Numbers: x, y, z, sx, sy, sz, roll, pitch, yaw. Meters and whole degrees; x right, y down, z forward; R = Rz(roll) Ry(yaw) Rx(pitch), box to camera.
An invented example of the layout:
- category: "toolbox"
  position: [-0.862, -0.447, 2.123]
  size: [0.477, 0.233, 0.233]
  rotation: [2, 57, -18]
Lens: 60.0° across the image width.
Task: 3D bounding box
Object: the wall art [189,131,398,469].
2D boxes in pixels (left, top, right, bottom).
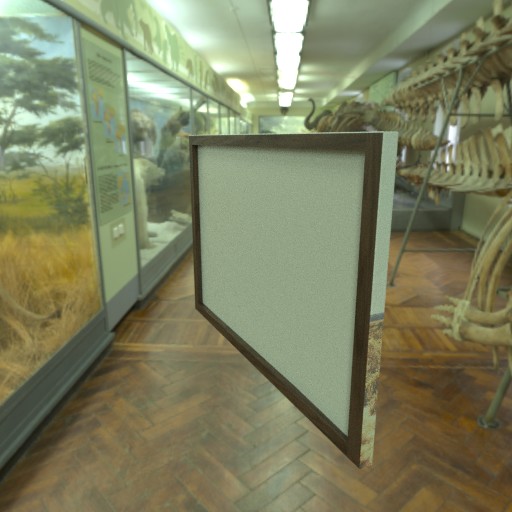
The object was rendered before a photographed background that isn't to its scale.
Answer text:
- category: "wall art"
  position: [0.000, 0.000, 1.917]
  size: [0.051, 1.016, 1.520]
  rotation: [-7, 17, -26]
